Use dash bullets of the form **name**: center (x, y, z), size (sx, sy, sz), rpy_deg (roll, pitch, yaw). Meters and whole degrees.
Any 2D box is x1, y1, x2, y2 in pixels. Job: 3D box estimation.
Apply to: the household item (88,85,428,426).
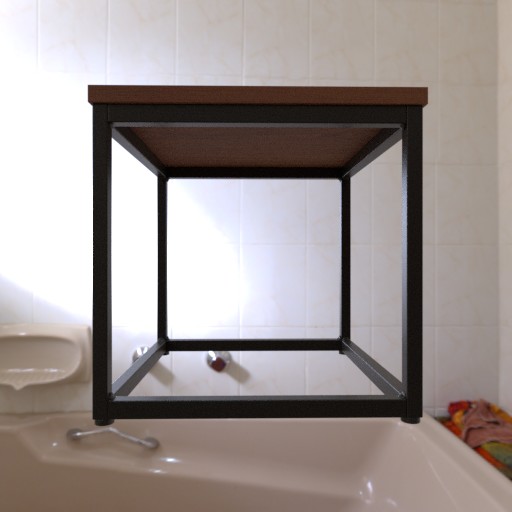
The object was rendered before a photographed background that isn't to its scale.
- **household item**: center (0.000, 0.000, 0.721), size (0.400, 0.400, 0.400), rpy_deg (0, 0, -1)
